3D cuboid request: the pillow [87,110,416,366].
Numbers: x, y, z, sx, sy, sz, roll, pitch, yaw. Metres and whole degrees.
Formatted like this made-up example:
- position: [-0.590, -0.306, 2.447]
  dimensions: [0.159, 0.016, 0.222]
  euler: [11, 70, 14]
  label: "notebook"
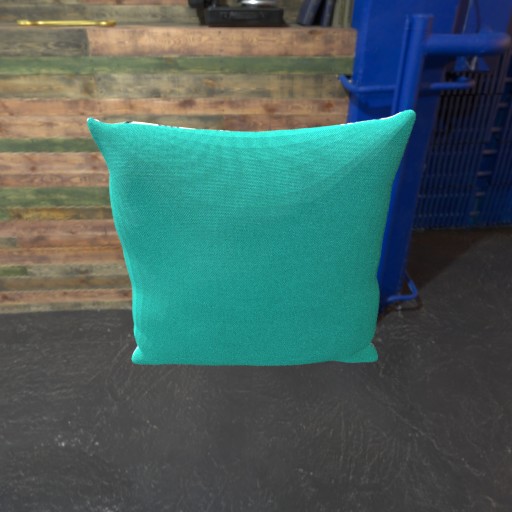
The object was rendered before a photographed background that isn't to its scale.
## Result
- position: [0.000, 0.000, 0.689]
  dimensions: [0.440, 0.441, 0.182]
  euler: [-1, 31, -2]
  label: "pillow"
